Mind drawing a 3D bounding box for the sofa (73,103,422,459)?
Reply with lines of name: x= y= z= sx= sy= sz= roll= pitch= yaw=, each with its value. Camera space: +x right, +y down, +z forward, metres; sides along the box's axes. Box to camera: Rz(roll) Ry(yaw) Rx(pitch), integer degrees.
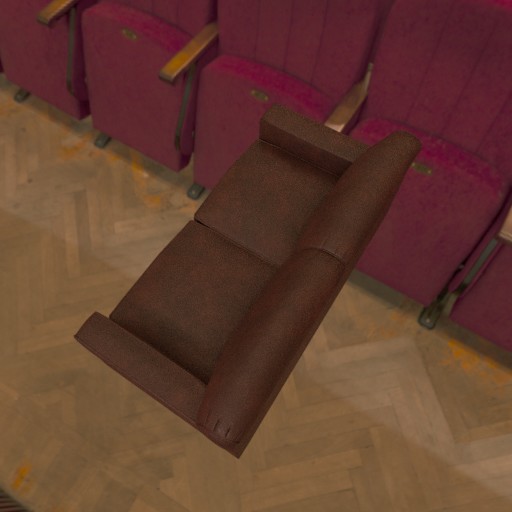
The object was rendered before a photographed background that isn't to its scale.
sofa: x=0.000 y=0.000 z=2.493 sx=1.000 sy=0.966 sz=1.856 roll=30 pitch=66 yaw=14
